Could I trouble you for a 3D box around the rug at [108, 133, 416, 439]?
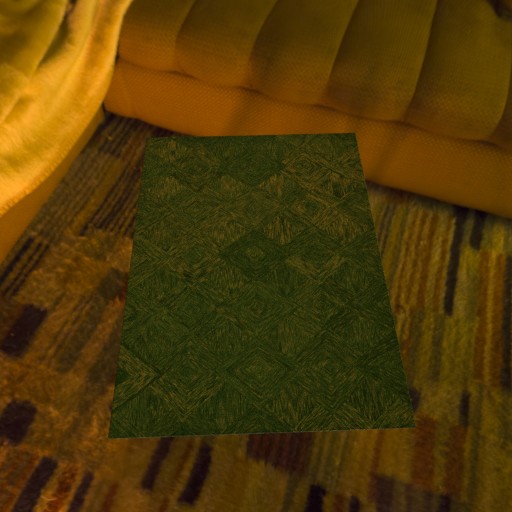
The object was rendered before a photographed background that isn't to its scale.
[{"bbox_3d":[0.000,0.000,4.277,2.405,0.027,3.217,-2,59,-1],"label":"rug"}]
